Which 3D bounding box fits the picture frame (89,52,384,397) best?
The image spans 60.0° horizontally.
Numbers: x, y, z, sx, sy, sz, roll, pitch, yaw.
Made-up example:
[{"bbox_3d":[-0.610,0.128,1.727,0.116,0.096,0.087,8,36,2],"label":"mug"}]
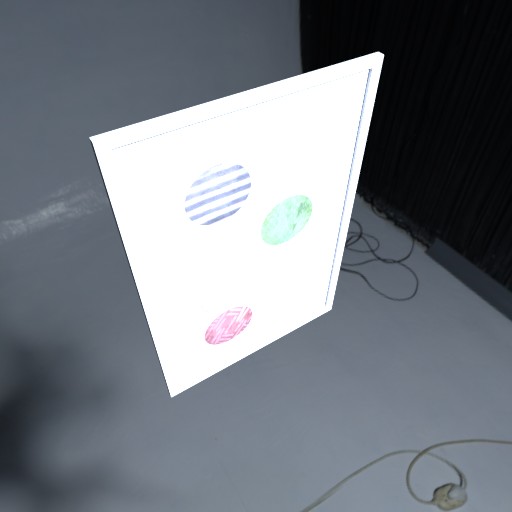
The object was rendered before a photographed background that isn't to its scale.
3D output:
[{"bbox_3d":[0.000,0.000,0.842,0.457,0.657,0.013,-25,52,-21],"label":"picture frame"}]
